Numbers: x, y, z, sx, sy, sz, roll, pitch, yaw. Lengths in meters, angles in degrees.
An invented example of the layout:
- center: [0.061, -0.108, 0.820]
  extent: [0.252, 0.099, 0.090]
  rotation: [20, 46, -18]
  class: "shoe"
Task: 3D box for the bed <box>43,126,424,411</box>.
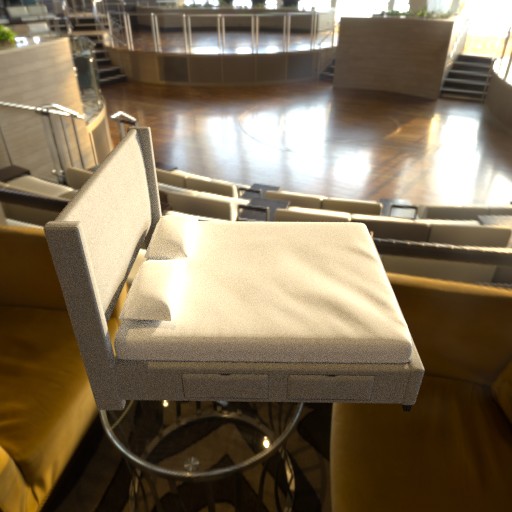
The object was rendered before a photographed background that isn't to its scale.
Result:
- center: [0.000, 0.000, 3.452]
  extent: [2.222, 1.491, 1.774]
  rotation: [1, 33, 1]
  class: "bed"
